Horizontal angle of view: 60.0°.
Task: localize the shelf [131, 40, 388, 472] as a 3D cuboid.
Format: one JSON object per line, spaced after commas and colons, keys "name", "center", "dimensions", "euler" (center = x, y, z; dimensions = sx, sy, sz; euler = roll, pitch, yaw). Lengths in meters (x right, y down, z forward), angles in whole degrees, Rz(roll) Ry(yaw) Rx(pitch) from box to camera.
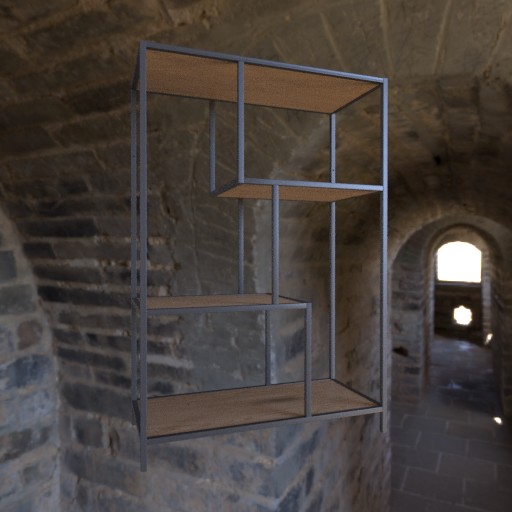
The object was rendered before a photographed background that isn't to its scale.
{"name": "shelf", "center": [0.000, 0.000, 1.460], "dimensions": [0.770, 1.138, 0.350], "euler": [0, 1, -20]}
